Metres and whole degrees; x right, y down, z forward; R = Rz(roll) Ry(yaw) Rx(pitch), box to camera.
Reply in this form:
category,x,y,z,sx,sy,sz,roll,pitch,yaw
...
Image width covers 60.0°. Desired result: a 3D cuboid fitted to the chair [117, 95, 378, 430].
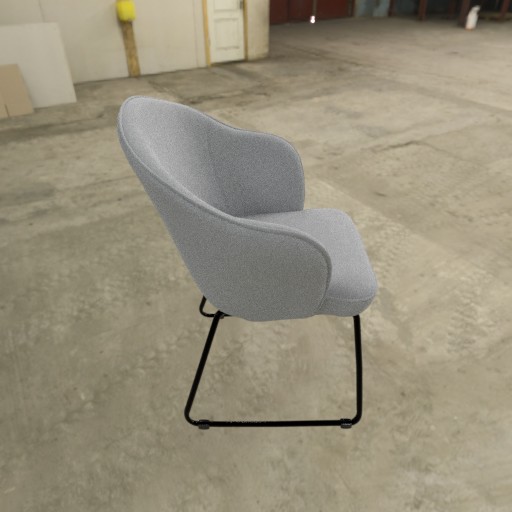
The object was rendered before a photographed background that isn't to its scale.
category,x,y,z,sx,sy,sz,roll,pitch,yaw
chair,0.000,0.000,1.199,0.592,0.817,0.570,-1,34,-2
